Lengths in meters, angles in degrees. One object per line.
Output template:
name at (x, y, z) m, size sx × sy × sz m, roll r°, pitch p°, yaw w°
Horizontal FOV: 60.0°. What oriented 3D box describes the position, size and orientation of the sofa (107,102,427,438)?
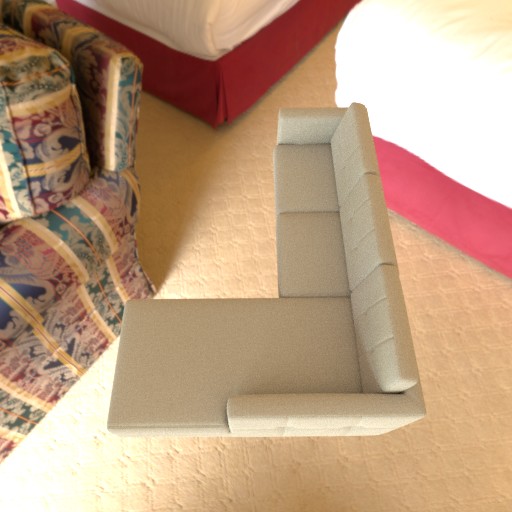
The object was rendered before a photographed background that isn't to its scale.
sofa at (0.000, 0.000, 2.731) m, size 1.530 × 0.860 × 2.040 m, roll 0°, pitch 60°, yaw 0°
